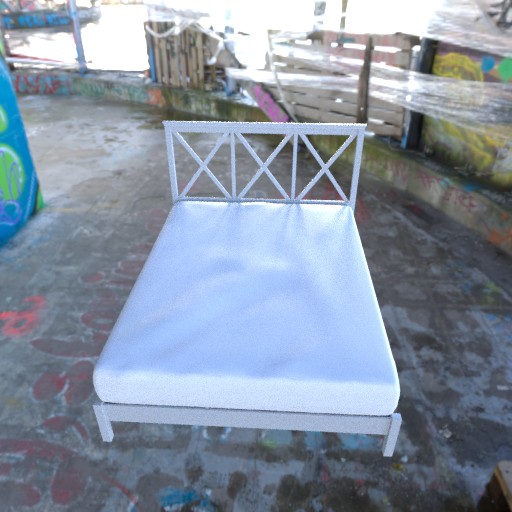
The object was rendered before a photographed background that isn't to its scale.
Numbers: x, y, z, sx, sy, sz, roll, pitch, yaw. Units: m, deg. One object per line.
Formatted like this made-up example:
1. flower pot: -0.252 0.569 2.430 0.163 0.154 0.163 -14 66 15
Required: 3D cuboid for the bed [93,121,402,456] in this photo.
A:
1. bed: 0.000 0.000 3.081 1.673 1.253 2.135 2 32 3
